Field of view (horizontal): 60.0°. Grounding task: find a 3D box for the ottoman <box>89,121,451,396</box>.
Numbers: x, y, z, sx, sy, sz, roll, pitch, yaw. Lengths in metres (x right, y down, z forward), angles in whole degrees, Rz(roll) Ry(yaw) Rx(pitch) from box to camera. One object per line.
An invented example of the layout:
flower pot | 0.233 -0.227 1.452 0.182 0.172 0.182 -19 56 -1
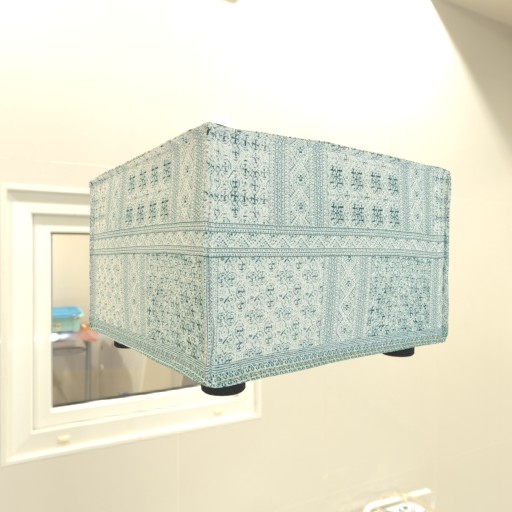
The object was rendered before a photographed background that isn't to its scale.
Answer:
ottoman | 0.000 0.000 1.041 0.617 0.439 0.626 0 0 -36
